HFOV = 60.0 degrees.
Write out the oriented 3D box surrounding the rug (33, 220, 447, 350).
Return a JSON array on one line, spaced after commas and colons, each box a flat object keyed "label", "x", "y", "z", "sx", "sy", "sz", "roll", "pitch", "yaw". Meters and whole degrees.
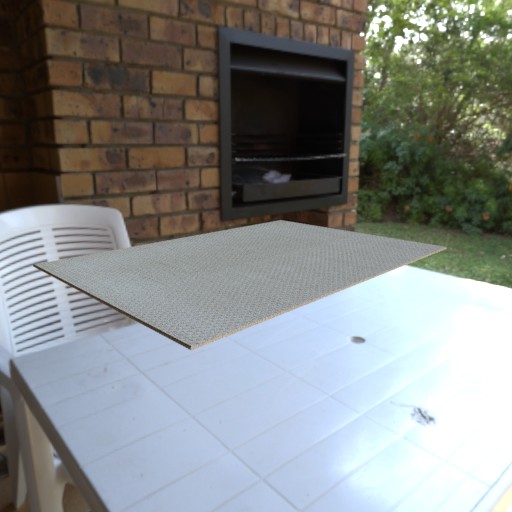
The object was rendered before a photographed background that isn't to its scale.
[{"label": "rug", "x": 0.000, "y": 0.000, "z": 2.786, "sx": 2.144, "sy": 0.013, "sz": 1.509, "roll": -14, "pitch": 20, "yaw": -43}]
